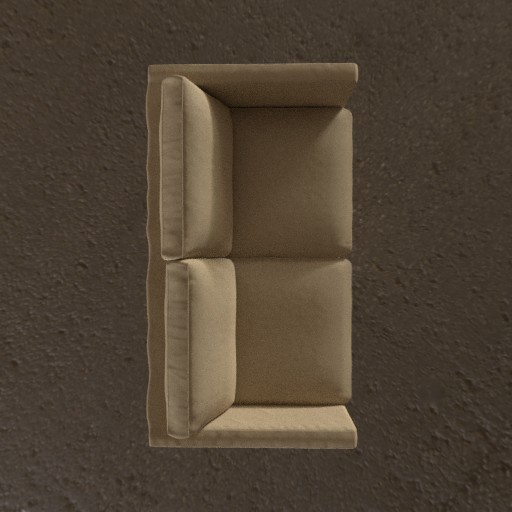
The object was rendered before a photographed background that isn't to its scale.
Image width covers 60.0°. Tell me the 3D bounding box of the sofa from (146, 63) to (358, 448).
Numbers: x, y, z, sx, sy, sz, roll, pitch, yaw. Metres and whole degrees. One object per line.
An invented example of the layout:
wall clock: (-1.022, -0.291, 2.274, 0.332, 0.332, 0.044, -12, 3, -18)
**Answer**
sofa: (0.000, 0.000, 2.227, 0.962, 0.835, 1.719, 0, 91, 1)
